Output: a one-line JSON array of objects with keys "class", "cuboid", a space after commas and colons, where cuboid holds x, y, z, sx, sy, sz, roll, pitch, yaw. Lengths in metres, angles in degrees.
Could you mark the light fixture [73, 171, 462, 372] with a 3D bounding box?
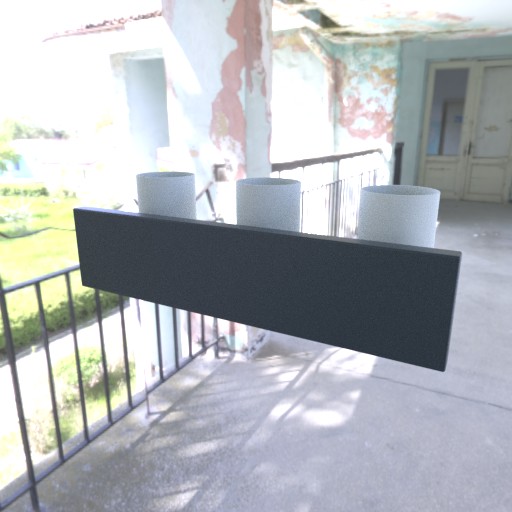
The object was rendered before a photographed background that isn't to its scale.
[{"class": "light fixture", "cuboid": [0.000, 0.000, 0.533, 0.451, 0.172, 0.145, 9, 19, 27]}]
